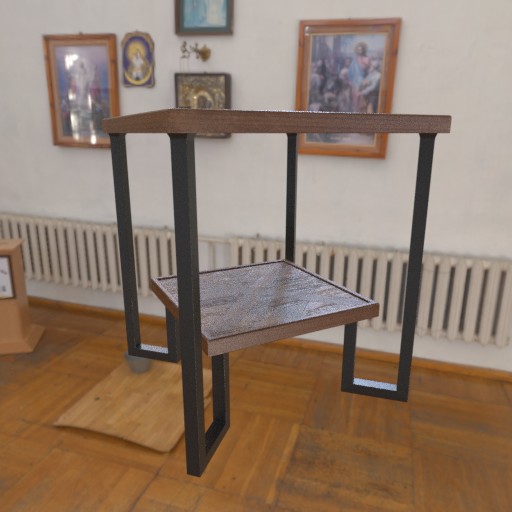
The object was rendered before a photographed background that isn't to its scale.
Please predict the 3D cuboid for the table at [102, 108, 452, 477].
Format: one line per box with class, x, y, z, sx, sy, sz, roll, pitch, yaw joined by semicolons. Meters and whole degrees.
table;0.000;0.000;0.943;0.503;0.563;0.503;-8;17;-26
